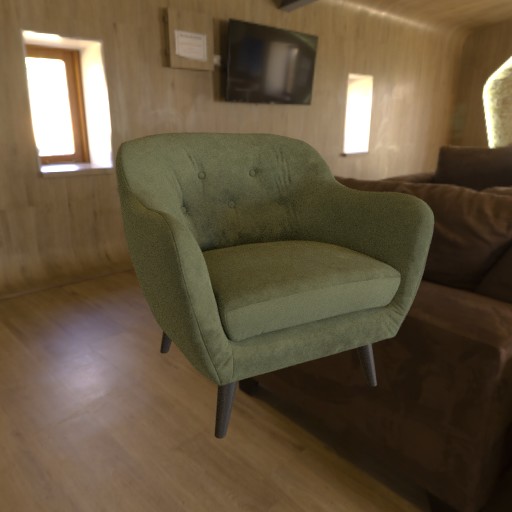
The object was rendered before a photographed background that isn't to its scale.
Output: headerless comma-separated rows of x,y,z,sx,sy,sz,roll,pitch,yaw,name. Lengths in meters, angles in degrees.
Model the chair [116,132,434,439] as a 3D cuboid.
0.000,0.000,1.509,0.840,0.804,0.819,-8,18,-26,chair
